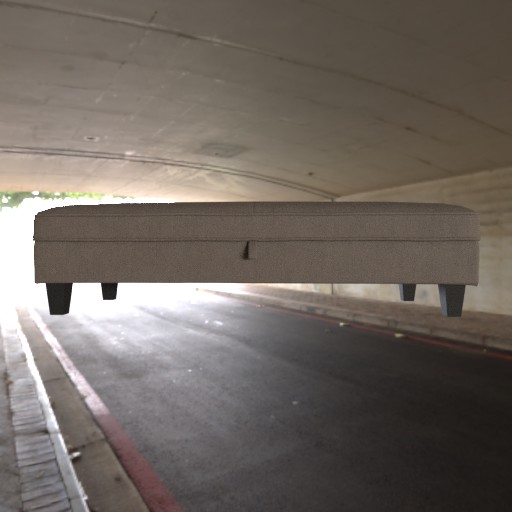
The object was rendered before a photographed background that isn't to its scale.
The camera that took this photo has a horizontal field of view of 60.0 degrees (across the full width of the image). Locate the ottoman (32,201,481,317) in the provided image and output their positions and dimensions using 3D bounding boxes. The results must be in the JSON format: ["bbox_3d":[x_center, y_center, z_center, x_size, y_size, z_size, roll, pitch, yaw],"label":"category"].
[{"bbox_3d":[0.000,0.000,2.045,1.764,0.470,0.751,0,0,2],"label":"ottoman"}]
